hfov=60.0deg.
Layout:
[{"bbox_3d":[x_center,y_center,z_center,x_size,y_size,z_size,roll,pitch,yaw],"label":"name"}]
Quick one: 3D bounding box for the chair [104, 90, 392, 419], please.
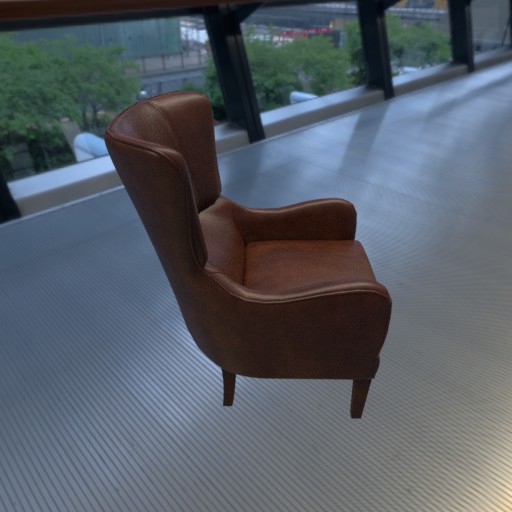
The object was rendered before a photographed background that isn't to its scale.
[{"bbox_3d":[0.000,0.000,1.649,0.914,1.048,0.692,0,32,1],"label":"chair"}]
